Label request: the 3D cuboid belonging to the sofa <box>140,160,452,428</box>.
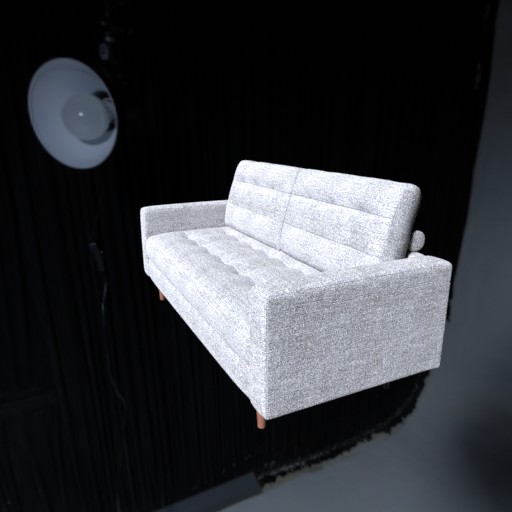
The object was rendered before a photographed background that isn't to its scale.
[{"bbox_3d":[0.000,0.000,2.374,0.863,0.902,1.821,-8,18,-25],"label":"sofa"}]
